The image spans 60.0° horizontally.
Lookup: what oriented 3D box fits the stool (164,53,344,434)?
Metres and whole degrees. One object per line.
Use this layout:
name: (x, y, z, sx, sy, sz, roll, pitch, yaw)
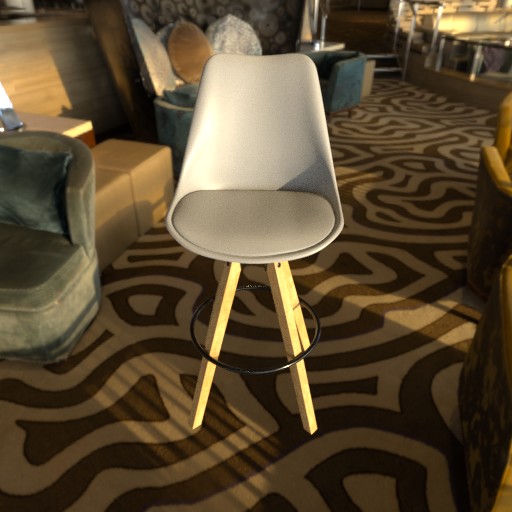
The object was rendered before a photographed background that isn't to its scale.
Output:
stool: (0.000, 0.000, 1.407, 0.485, 1.115, 0.550, 1, 32, 2)
